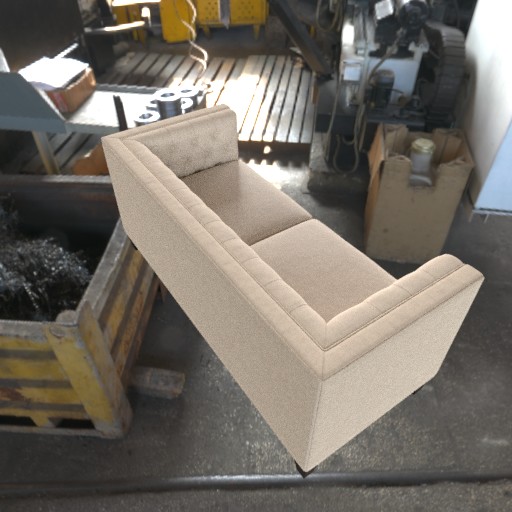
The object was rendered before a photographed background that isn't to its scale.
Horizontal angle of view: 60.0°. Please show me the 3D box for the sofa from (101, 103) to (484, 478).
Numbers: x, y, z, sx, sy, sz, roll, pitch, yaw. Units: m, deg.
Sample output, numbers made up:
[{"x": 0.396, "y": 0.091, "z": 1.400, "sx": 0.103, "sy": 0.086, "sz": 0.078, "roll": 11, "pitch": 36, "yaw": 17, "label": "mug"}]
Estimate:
[{"x": 0.000, "y": 0.000, "z": 2.204, "sx": 0.775, "sy": 0.762, "sz": 1.778, "roll": -25, "pitch": 48, "yaw": -25, "label": "sofa"}]
